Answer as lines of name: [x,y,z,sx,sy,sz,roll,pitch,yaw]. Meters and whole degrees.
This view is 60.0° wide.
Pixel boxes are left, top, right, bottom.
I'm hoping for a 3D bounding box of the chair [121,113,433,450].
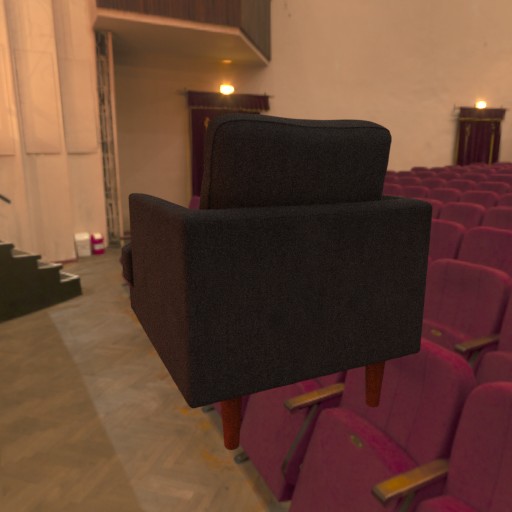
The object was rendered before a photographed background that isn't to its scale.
chair: [0.000,0.000,1.658,0.858,0.957,0.899,-6,14,-25]
